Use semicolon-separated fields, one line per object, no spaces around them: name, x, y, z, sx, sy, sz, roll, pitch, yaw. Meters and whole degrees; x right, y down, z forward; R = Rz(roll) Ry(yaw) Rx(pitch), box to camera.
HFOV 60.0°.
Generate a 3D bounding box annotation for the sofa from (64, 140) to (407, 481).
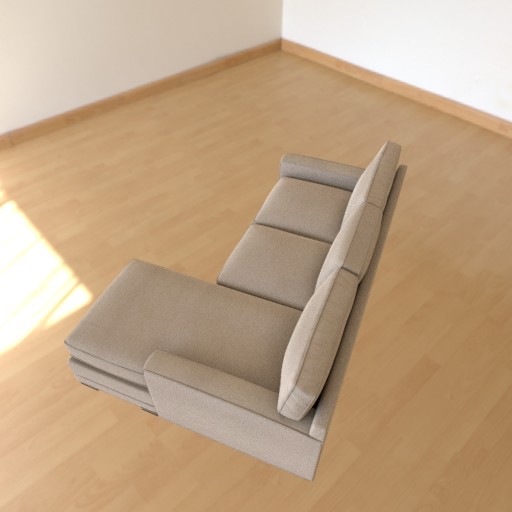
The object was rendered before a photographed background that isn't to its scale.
sofa;0.000;0.000;2.868;1.496;0.861;2.087;16;48;16
